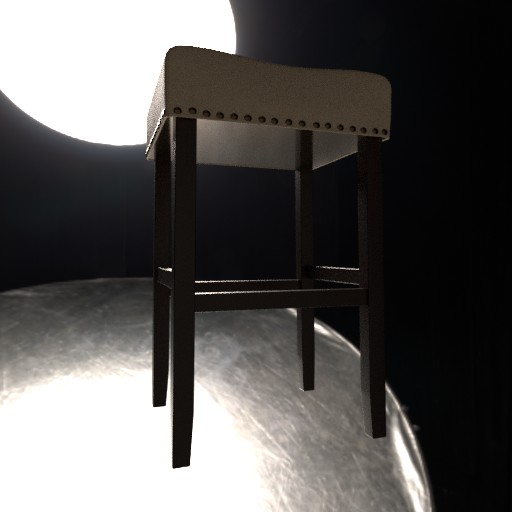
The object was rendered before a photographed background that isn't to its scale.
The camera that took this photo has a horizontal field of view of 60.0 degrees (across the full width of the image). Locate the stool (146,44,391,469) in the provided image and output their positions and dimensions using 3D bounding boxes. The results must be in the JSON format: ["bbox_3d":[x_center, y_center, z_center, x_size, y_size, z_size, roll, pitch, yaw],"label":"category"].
[{"bbox_3d":[0.000,0.000,1.034,0.471,0.762,0.401,0,0,-19],"label":"stool"}]
